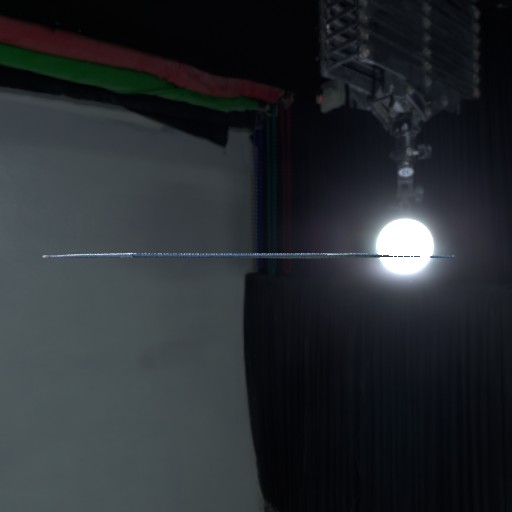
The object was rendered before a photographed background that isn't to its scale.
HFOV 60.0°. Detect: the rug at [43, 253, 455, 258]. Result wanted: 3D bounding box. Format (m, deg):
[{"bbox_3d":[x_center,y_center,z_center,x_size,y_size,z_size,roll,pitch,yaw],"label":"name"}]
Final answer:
[{"bbox_3d":[0.000,0.000,2.281,1.793,0.025,1.159,0,0,-37],"label":"rug"}]
